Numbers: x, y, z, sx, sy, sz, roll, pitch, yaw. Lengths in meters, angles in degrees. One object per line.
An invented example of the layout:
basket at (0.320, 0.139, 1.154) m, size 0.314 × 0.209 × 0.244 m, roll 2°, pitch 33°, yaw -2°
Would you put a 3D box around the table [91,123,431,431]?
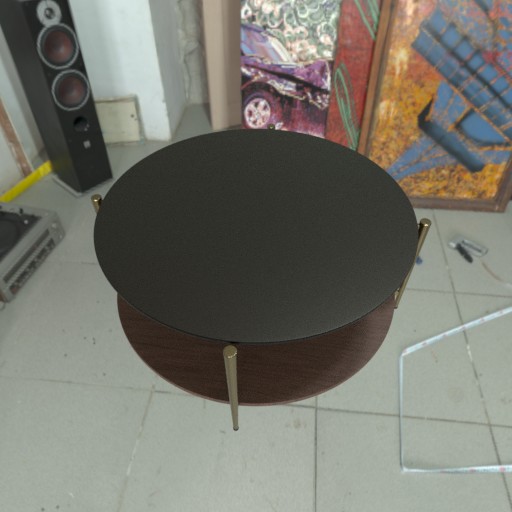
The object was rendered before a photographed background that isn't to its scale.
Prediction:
table at (0.000, 0.000, 1.462) m, size 0.938 × 0.400 × 0.938 m, roll -17°, pitch 48°, yaw -16°
